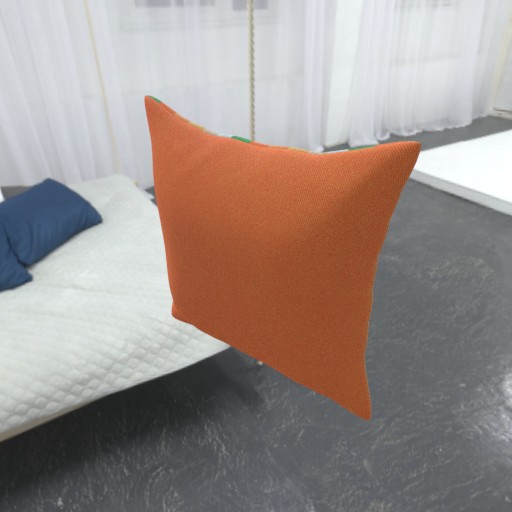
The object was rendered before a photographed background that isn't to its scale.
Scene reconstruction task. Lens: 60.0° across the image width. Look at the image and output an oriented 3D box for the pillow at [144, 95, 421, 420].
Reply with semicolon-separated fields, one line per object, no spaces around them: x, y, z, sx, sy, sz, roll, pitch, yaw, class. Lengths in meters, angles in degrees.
0.000;0.000;0.710;0.453;0.444;0.169;21;36;32;pillow
